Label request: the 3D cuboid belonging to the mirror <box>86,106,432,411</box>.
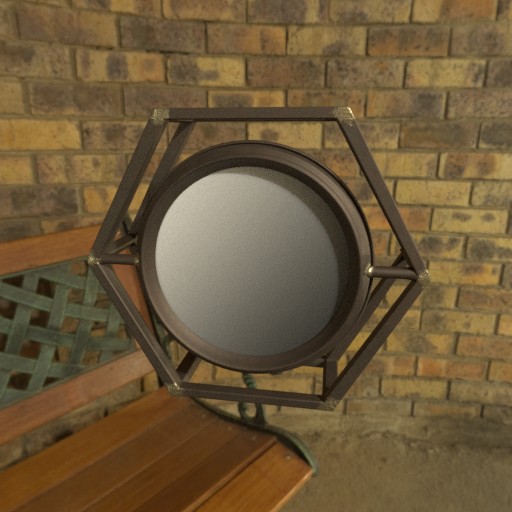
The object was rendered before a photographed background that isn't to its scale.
[{"bbox_3d":[0.000,0.000,0.532,0.380,0.334,0.119,3,16,9],"label":"mirror"}]
